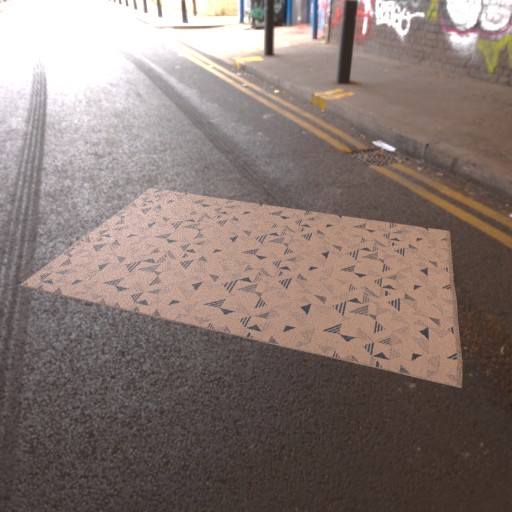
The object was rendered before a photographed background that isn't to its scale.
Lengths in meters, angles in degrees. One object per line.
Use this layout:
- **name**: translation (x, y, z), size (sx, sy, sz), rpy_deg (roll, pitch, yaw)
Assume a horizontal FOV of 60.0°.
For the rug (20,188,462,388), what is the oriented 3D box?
- **rug**: translation (0.000, 0.000, 2.904), size (2.457, 0.009, 1.512), rpy_deg (10, 33, 16)
